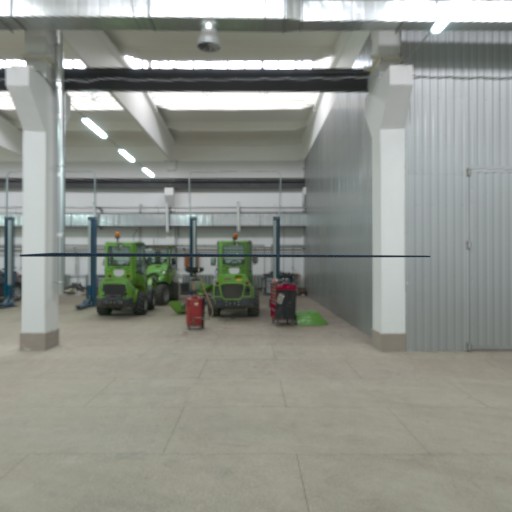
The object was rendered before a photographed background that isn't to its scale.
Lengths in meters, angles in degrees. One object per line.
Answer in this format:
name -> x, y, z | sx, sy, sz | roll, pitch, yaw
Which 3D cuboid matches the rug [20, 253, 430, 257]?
rug -> 0.000, 0.000, 2.677 | 2.448, 0.012, 0.769 | 0, 0, -36
